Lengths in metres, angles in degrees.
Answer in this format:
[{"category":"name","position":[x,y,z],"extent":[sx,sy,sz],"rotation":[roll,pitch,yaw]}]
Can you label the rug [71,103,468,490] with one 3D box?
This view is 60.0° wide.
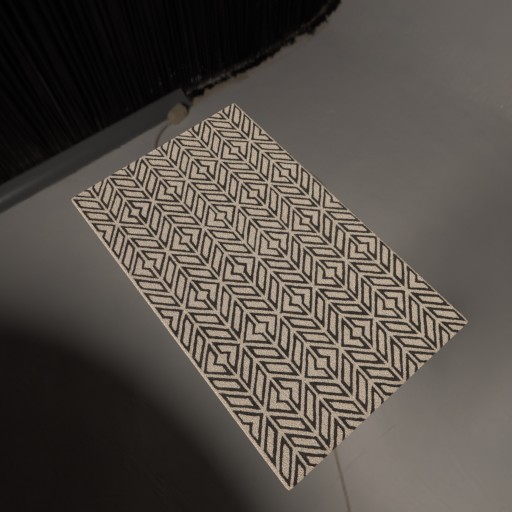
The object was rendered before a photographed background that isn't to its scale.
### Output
[{"category":"rug","position":[0.000,0.000,3.037],"extent":[1.523,0.008,2.438],"rotation":[-36,69,-17]}]
